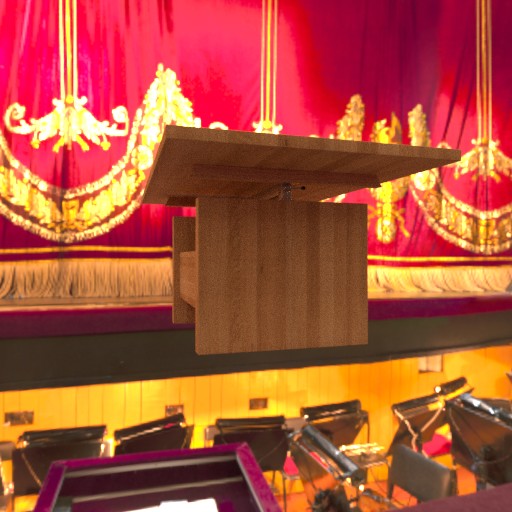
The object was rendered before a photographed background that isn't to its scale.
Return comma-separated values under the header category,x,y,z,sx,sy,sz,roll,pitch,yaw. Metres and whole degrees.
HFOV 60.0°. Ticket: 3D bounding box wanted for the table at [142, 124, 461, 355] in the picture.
category,x,y,z,sx,sy,sz,roll,pitch,yaw
table,0.000,0.000,1.490,0.700,0.510,1.100,0,0,-17
